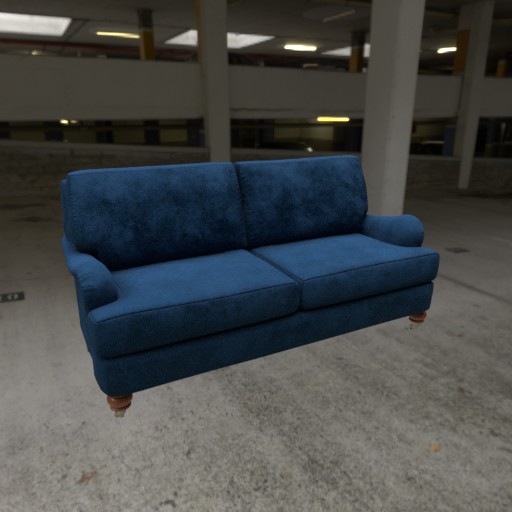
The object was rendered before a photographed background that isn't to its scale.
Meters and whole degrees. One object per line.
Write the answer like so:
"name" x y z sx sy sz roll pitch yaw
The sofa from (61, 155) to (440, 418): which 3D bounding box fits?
"sofa" 0.000 0.000 2.743 2.141 1.101 1.084 -9 20 -26
